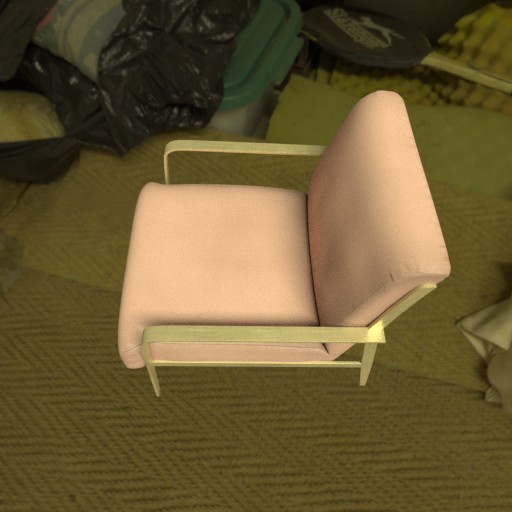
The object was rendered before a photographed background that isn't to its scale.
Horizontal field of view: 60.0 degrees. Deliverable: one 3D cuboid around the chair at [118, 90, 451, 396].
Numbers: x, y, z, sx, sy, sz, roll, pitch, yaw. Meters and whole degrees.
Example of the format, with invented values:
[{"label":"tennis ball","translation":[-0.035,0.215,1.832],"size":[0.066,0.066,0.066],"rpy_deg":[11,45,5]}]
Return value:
[{"label":"chair","translation":[0.000,0.000,1.446],"size":[0.848,0.823,0.701],"rpy_deg":[-1,59,-1]}]
